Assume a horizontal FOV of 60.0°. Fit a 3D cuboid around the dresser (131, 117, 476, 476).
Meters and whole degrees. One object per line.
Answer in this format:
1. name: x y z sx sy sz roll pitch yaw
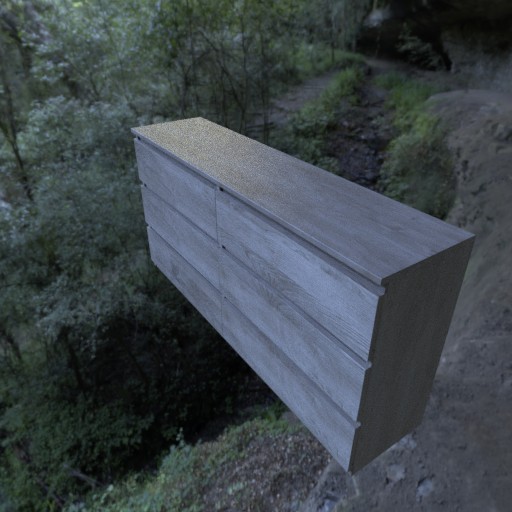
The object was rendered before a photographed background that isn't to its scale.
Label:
1. dresser: 0.000 0.000 1.895 0.390 0.795 1.590 -20 37 -29
